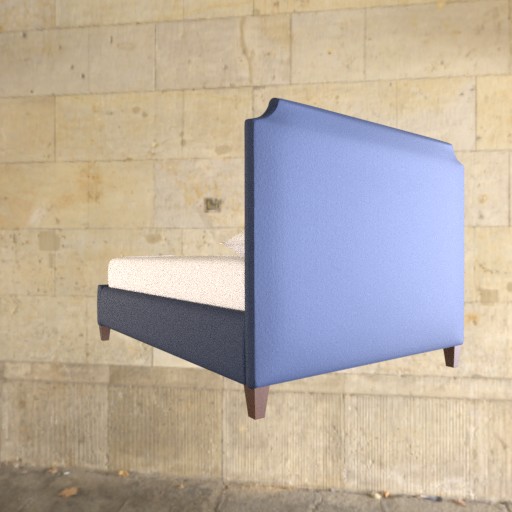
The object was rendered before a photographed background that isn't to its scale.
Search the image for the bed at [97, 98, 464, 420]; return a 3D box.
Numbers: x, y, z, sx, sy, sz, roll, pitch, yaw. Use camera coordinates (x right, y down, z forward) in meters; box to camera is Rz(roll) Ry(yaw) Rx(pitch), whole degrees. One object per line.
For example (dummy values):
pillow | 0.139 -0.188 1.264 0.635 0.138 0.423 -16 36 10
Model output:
bed | 0.000 0.000 3.337 1.712 1.443 2.372 0 0 -36
